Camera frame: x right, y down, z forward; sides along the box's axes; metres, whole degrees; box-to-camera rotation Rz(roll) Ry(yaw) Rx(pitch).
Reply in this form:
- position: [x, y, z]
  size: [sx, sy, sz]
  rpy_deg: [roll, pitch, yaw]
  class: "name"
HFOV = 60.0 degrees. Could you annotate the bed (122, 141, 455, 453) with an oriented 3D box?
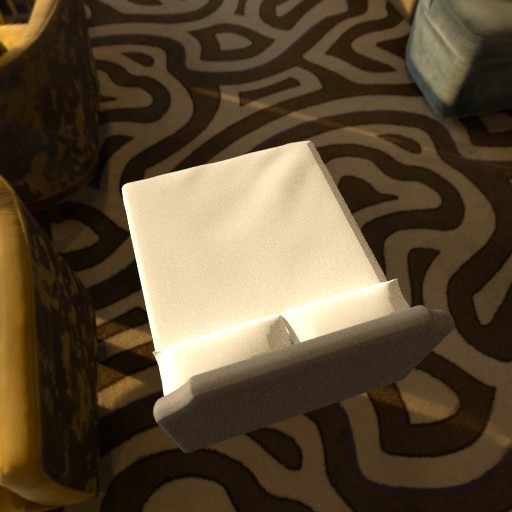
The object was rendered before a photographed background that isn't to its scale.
- position: [0.000, 0.000, 3.930]
  size: [2.194, 1.561, 2.536]
  rpy_deg: [-15, 60, -9]
  class: "bed"
